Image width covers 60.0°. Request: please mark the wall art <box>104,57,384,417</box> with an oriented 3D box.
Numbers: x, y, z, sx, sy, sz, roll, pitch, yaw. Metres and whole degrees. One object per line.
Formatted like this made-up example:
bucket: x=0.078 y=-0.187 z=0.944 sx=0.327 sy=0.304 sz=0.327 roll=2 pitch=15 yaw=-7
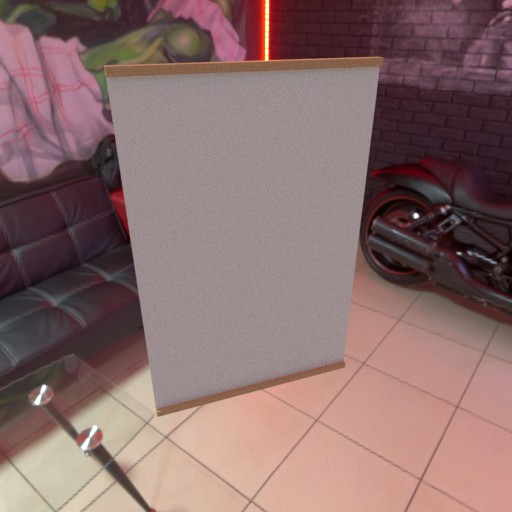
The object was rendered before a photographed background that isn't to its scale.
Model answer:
wall art: x=0.000 y=0.000 z=1.871 sx=0.991 sy=1.510 sz=0.040 roll=-10 pitch=30 yaw=-17
